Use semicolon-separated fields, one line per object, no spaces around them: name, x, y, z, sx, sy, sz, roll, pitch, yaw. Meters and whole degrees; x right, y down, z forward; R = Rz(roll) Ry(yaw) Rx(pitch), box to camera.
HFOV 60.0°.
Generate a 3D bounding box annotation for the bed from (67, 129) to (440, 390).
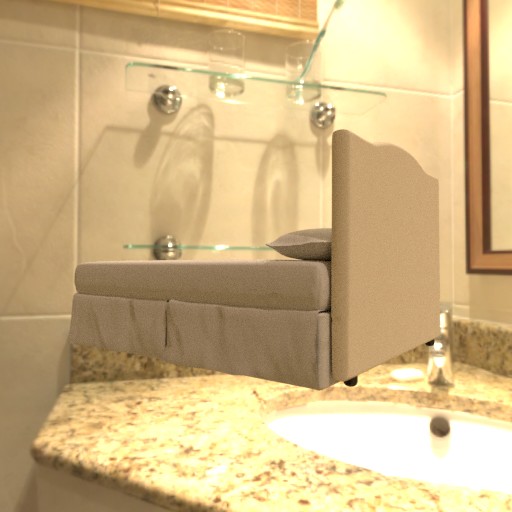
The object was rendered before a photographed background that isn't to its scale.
bed;0.000;0.000;3.684;2.477;1.437;1.977;-1;-1;37
